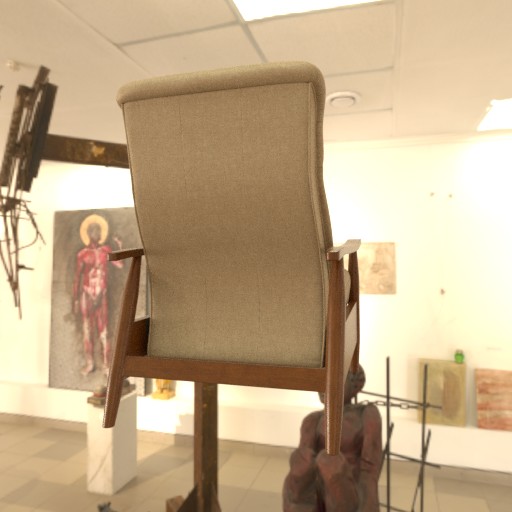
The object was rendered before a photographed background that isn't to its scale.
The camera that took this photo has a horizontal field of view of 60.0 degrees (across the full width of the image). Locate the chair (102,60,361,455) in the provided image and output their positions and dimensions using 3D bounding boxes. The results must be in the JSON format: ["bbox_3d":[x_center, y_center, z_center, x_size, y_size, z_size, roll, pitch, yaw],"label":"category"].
[{"bbox_3d":[0.000,0.000,1.752,0.762,1.082,1.030,0,-1,16],"label":"chair"}]
